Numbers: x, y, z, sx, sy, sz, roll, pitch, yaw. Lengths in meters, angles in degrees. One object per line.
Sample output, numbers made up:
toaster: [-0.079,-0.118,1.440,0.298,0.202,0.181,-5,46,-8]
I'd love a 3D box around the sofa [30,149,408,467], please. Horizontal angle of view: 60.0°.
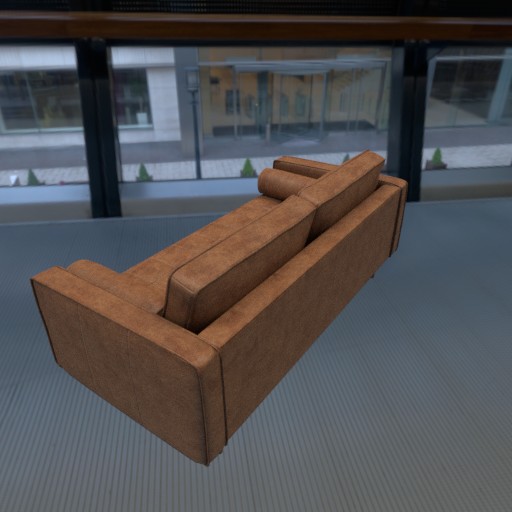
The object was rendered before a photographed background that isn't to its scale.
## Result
sofa: [0.000,0.000,2.310,0.924,0.825,1.920,20,36,30]
